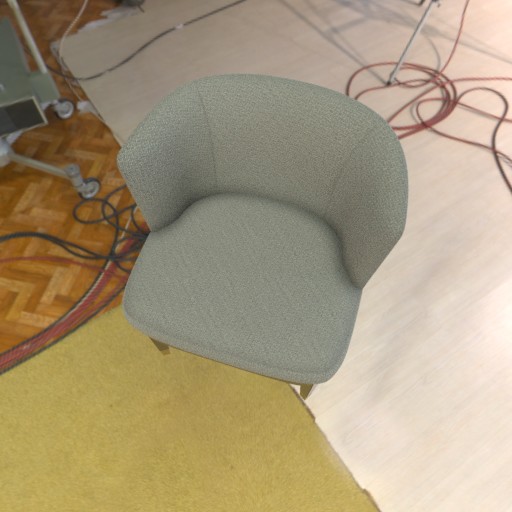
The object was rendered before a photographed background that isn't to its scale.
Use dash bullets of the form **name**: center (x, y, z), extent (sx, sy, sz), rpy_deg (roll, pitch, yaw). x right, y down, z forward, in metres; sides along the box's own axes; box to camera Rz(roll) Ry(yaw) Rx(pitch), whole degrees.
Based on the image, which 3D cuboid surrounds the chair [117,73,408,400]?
- **chair**: center (0.000, 0.000, 1.314), extent (0.700, 0.760, 0.660), rpy_deg (15, 60, 9)
